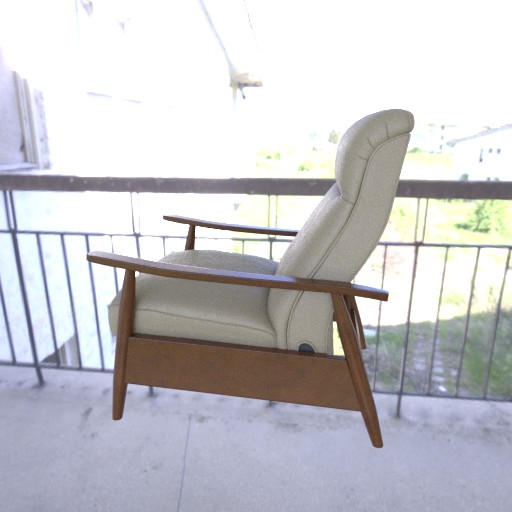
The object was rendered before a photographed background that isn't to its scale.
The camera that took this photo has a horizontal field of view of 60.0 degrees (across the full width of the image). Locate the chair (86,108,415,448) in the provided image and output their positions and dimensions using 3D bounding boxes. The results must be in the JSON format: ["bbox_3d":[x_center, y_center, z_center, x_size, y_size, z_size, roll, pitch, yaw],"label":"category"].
[{"bbox_3d":[0.000,0.000,1.750,1.014,1.082,0.762,2,16,9],"label":"chair"}]
